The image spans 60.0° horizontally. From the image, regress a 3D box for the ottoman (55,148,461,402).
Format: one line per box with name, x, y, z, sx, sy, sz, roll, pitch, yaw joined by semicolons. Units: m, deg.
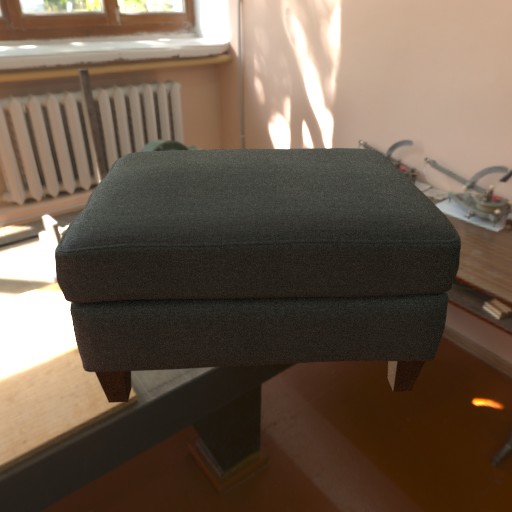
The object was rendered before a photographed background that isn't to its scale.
ottoman;0.000;0.000;1.206;0.826;0.496;0.639;-1;30;-2
